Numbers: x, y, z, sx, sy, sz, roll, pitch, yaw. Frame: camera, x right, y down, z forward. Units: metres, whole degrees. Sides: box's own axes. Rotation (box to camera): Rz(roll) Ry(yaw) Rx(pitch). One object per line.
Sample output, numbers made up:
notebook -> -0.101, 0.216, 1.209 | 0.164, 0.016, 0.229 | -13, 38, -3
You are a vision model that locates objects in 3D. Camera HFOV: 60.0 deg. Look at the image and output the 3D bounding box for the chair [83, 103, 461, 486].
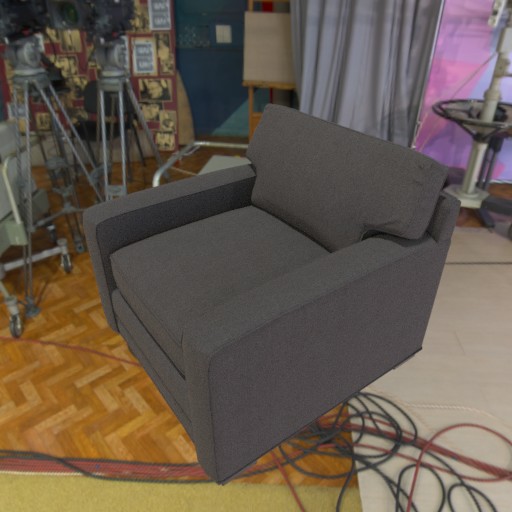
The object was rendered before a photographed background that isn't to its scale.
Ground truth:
chair -> 0.000, 0.000, 1.752 | 1.043, 0.913, 0.997 | -21, 39, -29
